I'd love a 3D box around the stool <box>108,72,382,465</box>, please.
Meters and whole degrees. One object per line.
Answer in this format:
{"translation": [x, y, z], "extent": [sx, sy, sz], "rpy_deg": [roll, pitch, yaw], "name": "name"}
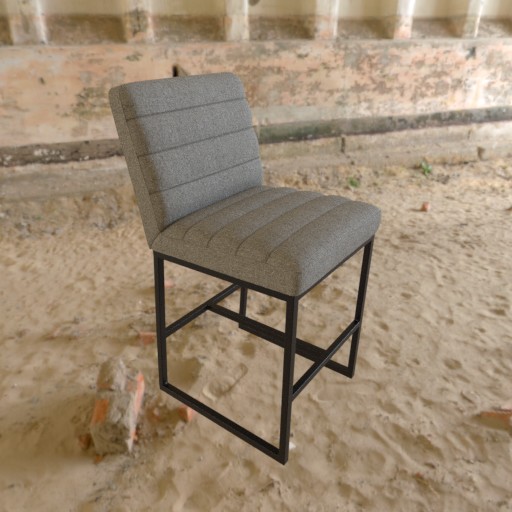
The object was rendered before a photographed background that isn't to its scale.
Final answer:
{"translation": [0.000, 0.000, 1.276], "extent": [0.560, 0.940, 0.460], "rpy_deg": [18, 32, 32], "name": "stool"}
